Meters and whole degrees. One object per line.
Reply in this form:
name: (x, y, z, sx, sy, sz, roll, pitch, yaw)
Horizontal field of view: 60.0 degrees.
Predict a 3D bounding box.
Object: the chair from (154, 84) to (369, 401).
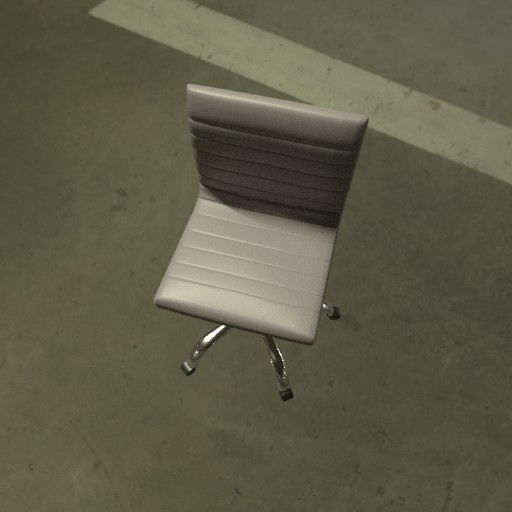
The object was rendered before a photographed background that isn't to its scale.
chair: (0.000, 0.000, 1.172, 0.556, 0.780, 0.530, 13, 61, 7)
